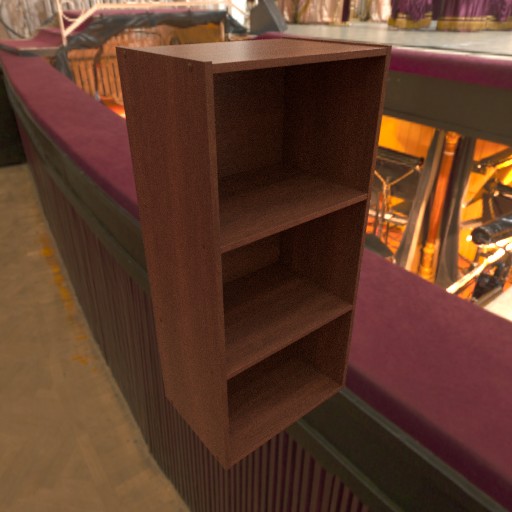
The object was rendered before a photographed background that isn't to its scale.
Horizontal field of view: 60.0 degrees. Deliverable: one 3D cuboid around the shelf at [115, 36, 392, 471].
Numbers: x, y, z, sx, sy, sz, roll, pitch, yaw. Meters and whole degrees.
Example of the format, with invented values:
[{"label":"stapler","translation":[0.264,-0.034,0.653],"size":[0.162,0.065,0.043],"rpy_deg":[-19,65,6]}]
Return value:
[{"label":"shelf","translation":[0.000,0.000,1.022],"size":[0.414,0.879,0.290],"rpy_deg":[-22,36,-33]}]
